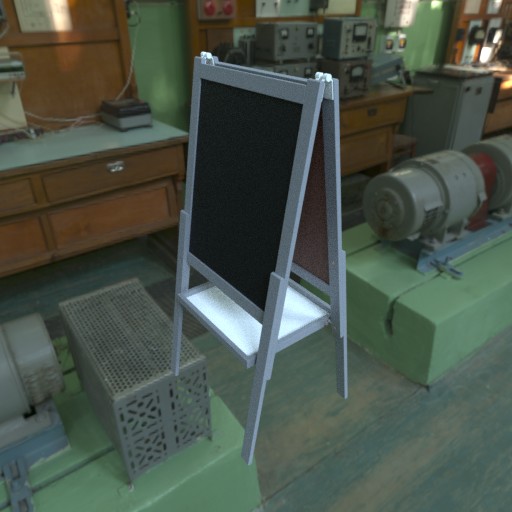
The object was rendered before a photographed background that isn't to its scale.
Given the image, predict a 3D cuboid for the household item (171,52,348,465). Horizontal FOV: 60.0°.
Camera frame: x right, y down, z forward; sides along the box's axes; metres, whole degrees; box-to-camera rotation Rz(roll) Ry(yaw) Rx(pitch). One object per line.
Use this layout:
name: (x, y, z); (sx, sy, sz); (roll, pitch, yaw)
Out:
household item: (0.000, 0.000, 1.445); (0.469, 1.172, 0.531); (-21, 37, -31)
